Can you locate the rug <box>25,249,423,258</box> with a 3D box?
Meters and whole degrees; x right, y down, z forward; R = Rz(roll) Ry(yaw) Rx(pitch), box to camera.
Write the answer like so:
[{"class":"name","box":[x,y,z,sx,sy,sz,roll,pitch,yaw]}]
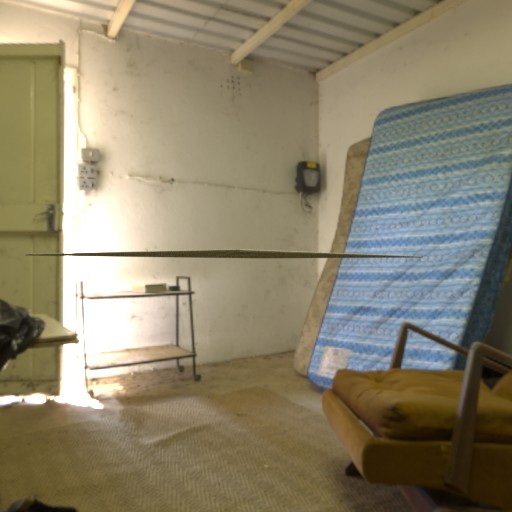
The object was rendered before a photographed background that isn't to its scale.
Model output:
[{"class":"rug","box":[0.000,0.000,2.914,1.522,0.008,2.284,-1,-1,36]}]
